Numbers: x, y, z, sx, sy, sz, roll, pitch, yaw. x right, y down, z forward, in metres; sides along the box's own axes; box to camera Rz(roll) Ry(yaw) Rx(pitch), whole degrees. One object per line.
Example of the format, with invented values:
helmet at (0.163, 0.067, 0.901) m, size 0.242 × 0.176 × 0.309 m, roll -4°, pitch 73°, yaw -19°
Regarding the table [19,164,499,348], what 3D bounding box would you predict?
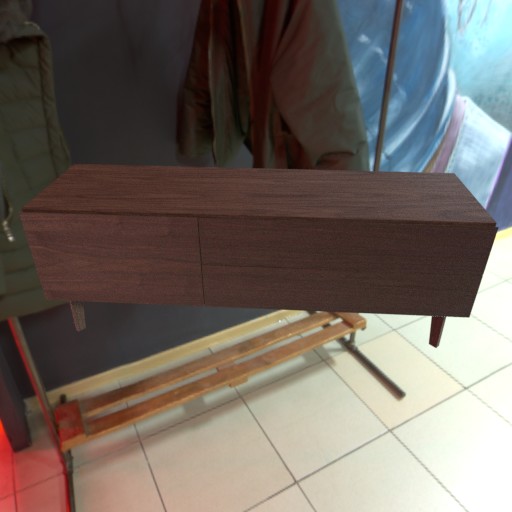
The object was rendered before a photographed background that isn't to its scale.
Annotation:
table at (0.000, 0.000, 1.589) m, size 1.397 × 0.508 × 0.405 m, roll 2°, pitch 32°, yaw 3°
